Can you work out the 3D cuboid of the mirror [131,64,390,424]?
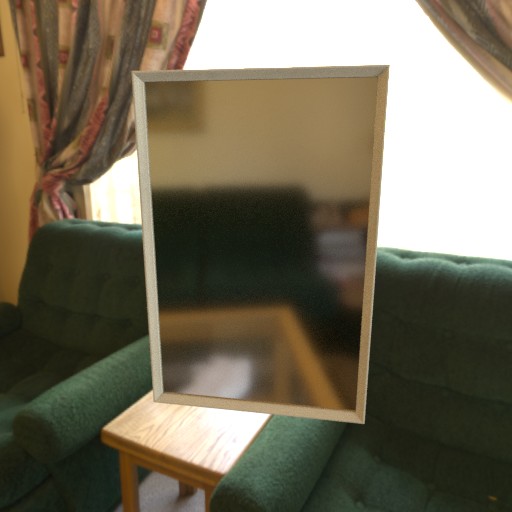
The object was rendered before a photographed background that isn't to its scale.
[{"bbox_3d":[0.000,0.000,1.165,0.609,0.915,0.041,3,15,9],"label":"mirror"}]
